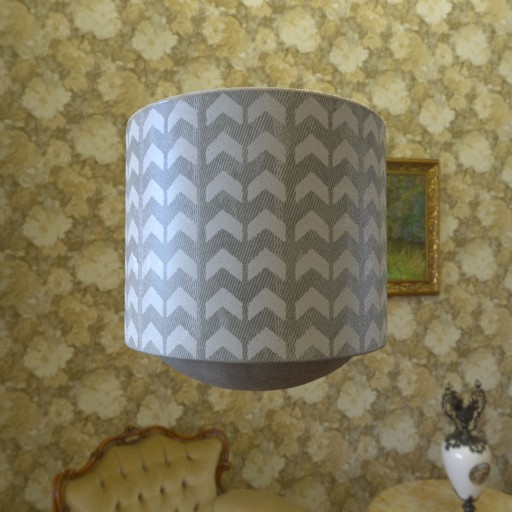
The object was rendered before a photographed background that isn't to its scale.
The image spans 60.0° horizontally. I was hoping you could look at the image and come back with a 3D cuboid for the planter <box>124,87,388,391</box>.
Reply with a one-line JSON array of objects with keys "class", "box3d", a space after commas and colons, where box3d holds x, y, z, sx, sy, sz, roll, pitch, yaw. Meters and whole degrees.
[{"class": "planter", "box3d": [0.000, 0.000, 0.442, 0.250, 0.239, 0.250, 0, -2, 0]}]
